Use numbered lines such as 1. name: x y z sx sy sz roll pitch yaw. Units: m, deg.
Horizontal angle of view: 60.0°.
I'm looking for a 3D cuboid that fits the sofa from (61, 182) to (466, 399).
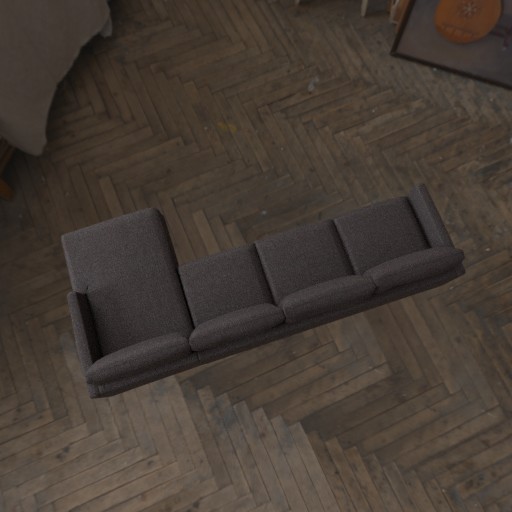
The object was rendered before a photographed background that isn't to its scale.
1. sofa: 0.000 0.000 3.895 3.221 0.892 1.483 -18 75 -5
